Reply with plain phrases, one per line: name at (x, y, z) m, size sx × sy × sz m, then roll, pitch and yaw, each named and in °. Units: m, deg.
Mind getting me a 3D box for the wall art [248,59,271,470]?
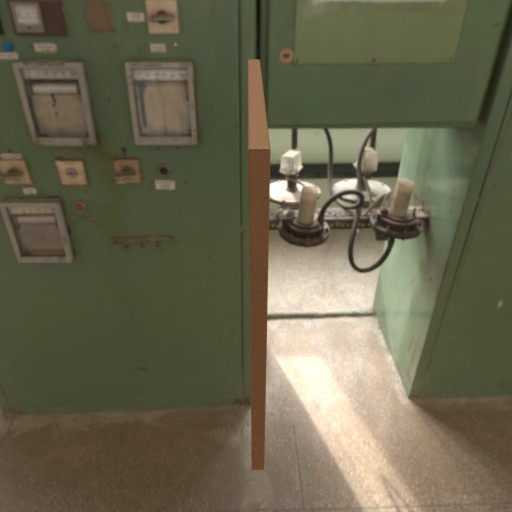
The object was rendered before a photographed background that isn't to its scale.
wall art at (0.000, 0.000, 0.764) m, size 0.021 × 0.550 × 0.449 m, roll 0°, pitch 34°, yaw -1°
